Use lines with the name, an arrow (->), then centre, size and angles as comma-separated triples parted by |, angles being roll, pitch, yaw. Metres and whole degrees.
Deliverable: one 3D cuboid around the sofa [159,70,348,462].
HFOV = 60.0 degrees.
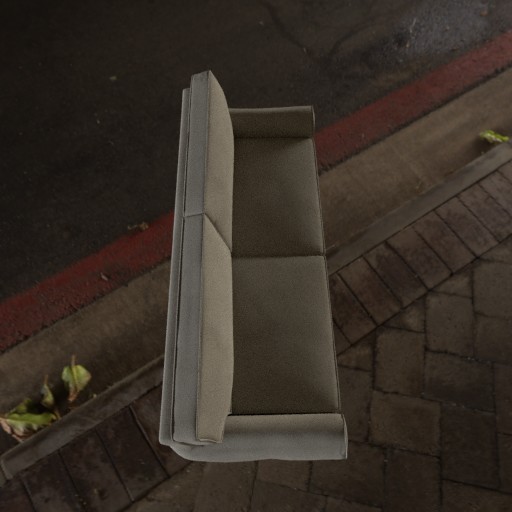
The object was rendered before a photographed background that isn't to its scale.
sofa -> 0.000, 0.000, 2.667 | 0.900, 1.014, 2.246 | -1, 64, -1
